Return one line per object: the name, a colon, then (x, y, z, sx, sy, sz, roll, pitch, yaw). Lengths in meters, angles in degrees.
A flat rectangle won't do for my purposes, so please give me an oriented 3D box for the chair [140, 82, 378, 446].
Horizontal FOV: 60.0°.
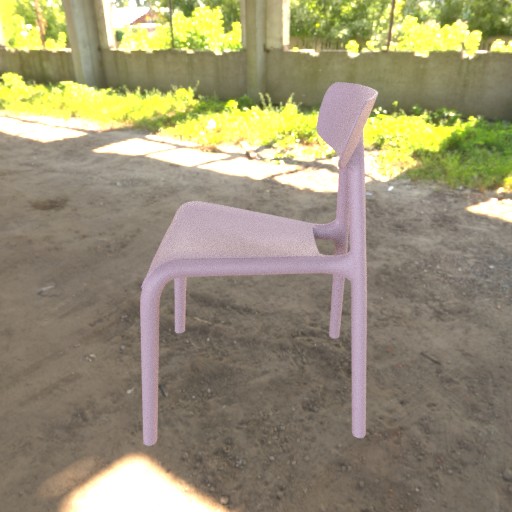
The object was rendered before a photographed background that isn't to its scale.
chair: (0.000, 0.000, 0.816, 0.401, 0.580, 0.356, 0, 26, 0)
